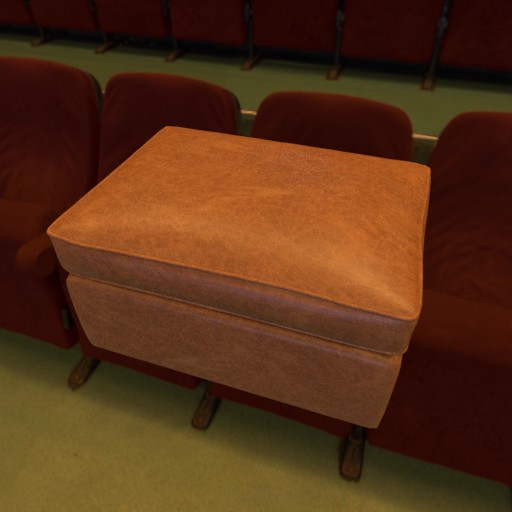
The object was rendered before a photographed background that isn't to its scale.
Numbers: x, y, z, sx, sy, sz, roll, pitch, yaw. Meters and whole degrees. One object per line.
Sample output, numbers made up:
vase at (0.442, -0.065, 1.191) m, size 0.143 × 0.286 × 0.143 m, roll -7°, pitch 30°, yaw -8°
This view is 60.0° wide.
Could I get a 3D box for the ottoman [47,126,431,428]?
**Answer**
ottoman at (0.000, 0.000, 1.118) m, size 0.756 × 0.468 × 0.554 m, roll 12°, pitch 42°, yaw 14°
